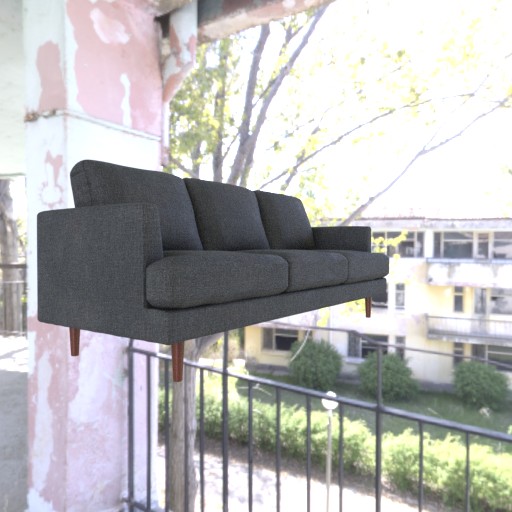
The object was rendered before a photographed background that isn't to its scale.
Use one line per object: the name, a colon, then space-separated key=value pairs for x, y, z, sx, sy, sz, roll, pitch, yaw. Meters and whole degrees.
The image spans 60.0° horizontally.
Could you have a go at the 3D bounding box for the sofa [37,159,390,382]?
sofa: x=0.000 y=0.000 z=2.677 sx=0.903 sy=0.930 sz=2.246 roll=1 pitch=1 yaw=36
